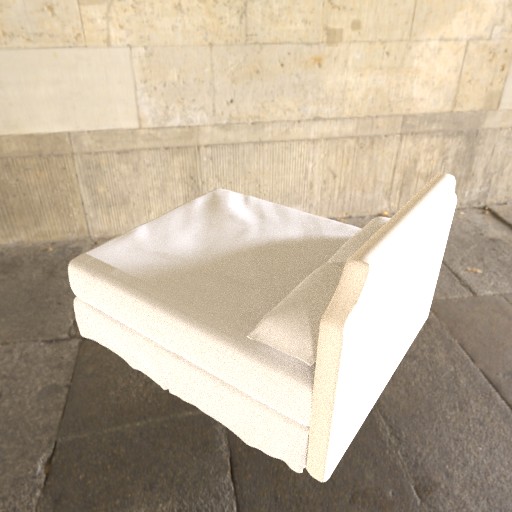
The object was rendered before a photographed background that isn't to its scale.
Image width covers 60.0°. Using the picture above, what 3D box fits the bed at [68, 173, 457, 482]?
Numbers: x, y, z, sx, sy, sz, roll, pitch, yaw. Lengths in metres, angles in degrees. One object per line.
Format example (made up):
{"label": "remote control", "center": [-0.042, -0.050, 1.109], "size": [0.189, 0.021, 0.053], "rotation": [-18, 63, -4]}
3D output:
{"label": "bed", "center": [0.000, 0.000, 3.748], "size": [2.548, 1.524, 2.134], "rotation": [20, 36, 30]}
